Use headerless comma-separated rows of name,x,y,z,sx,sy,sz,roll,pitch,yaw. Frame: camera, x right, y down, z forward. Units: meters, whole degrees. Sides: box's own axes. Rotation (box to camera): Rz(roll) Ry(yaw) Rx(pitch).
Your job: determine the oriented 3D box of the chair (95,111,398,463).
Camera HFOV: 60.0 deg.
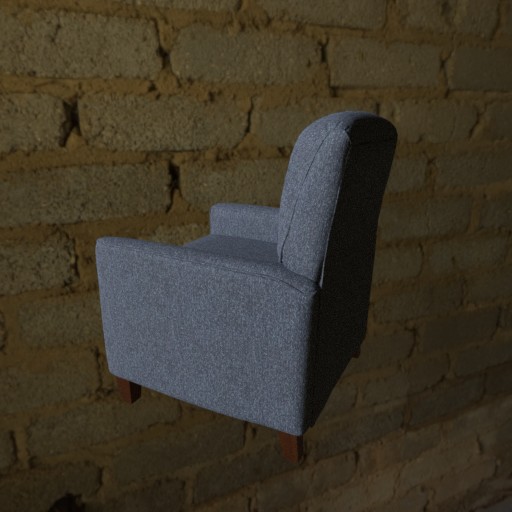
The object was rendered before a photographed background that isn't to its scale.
chair,0.000,0.000,1.648,0.850,1.016,0.839,8,19,26
